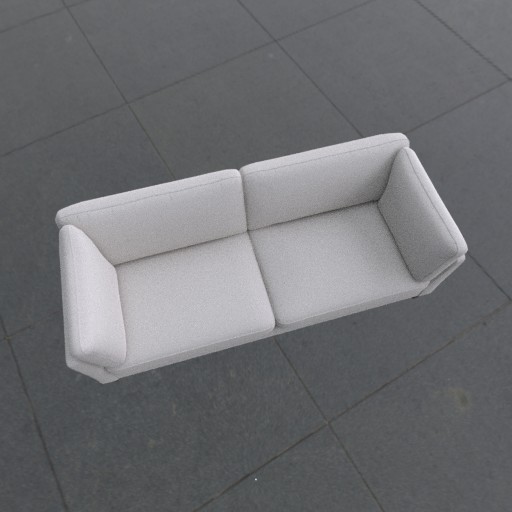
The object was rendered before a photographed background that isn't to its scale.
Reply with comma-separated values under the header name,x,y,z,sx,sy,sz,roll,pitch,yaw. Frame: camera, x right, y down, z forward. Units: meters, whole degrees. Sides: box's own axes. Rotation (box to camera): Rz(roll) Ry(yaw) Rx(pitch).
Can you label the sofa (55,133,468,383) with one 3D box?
name,x,y,z,sx,sy,sz,roll,pitch,yaw
sofa,0.000,0.000,2.805,2.301,0.863,0.957,-14,64,-7
